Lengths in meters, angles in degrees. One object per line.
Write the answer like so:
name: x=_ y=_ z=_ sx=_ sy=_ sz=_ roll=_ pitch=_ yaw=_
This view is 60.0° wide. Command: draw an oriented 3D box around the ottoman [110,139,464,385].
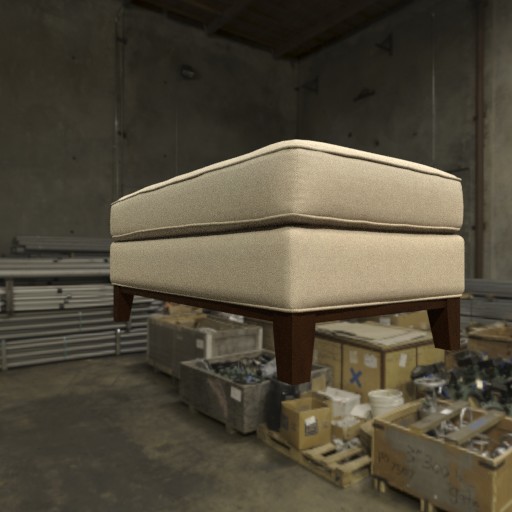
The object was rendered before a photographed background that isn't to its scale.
ottoman: x=0.000 y=0.000 z=1.476 sx=0.648 sy=0.508 sz=1.143 roll=0 pitch=0 yaw=-36
